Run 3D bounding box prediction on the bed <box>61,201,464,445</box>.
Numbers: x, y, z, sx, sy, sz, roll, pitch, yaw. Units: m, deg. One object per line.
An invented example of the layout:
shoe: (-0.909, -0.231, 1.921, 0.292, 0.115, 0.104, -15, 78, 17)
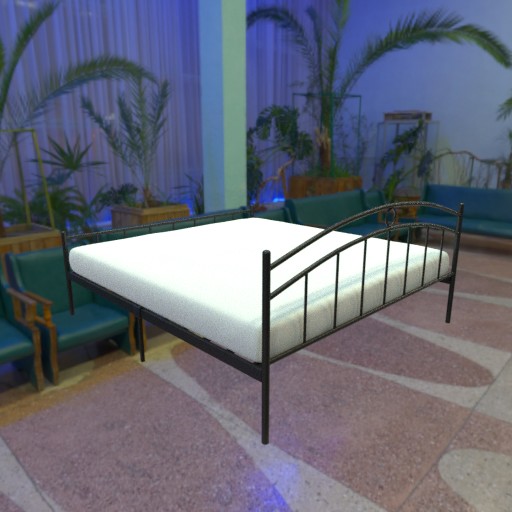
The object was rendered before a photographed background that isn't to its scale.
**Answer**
bed: (0.000, 0.000, 3.102, 1.880, 0.940, 2.040, -14, 20, -42)
